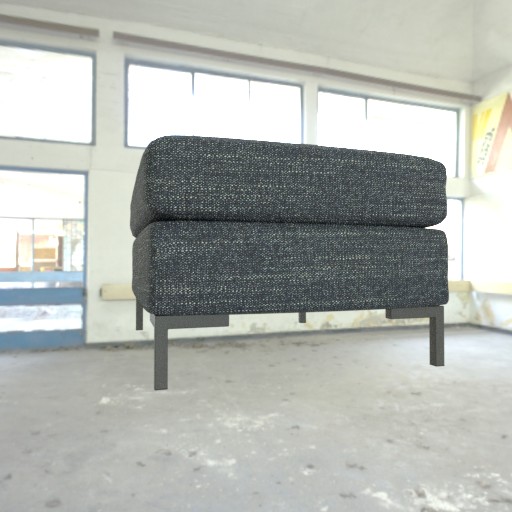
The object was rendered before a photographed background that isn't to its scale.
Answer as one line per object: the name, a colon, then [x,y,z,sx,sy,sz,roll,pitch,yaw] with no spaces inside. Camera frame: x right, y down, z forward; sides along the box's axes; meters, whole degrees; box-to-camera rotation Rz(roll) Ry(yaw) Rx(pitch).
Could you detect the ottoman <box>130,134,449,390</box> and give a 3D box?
ottoman: [0.000,0.000,1.242,0.667,0.491,0.814,0,-1,-18]
